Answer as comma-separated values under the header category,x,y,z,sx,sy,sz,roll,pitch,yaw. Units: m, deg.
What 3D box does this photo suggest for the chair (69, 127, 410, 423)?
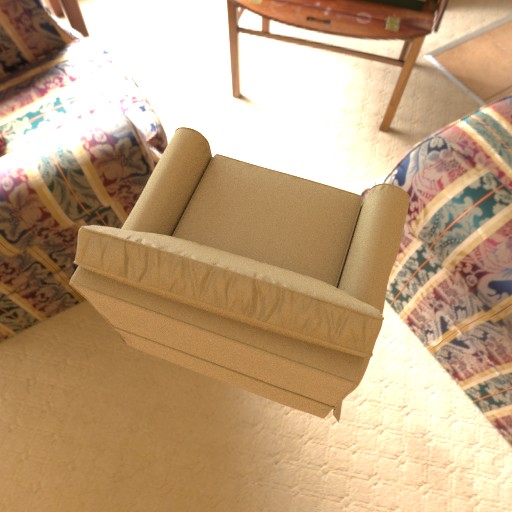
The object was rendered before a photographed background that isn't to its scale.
category,x,y,z,sx,sy,sz,roll,pitch,yaw
chair,0.000,0.000,1.832,1.096,0.937,0.903,18,64,9
